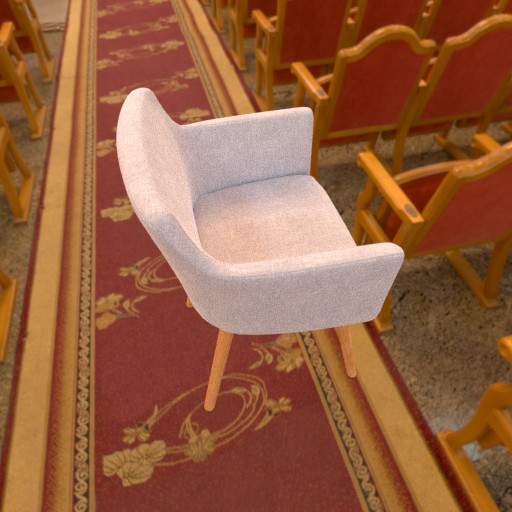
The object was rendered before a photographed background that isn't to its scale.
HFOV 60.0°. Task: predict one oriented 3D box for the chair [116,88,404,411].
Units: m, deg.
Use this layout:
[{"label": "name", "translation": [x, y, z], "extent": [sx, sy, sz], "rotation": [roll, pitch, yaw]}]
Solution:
[{"label": "chair", "translation": [0.000, 0.000, 1.150], "extent": [0.540, 0.780, 0.570], "rotation": [-10, 48, -9]}]
